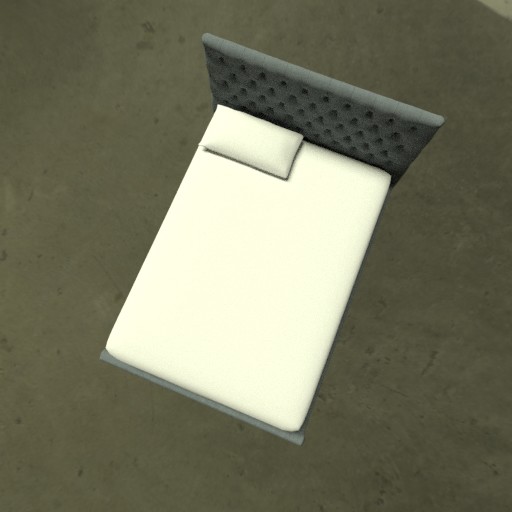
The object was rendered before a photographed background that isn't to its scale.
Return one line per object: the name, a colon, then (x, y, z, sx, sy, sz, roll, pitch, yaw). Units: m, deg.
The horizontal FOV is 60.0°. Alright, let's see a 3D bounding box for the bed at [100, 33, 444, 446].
bed: (0.000, 0.000, 3.338, 1.698, 1.411, 2.335, 22, 78, 5)
